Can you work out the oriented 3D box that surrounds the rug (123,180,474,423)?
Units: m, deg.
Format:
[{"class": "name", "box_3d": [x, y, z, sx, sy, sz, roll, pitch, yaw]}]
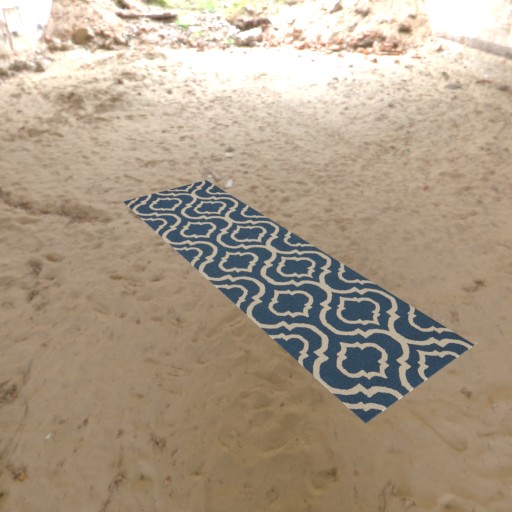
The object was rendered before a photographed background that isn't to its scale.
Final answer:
[{"class": "rug", "box_3d": [0.000, 0.000, 2.549, 0.685, 0.006, 2.296, -21, 38, -30]}]
